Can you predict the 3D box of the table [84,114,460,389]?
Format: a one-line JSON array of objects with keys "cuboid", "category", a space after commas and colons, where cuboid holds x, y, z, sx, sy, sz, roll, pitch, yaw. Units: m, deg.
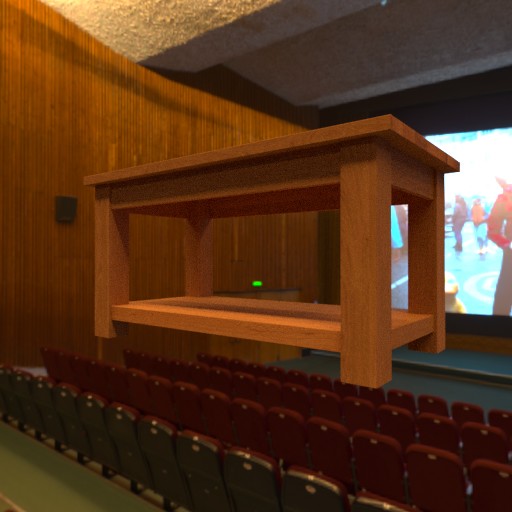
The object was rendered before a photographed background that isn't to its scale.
[{"cuboid": [0.000, 0.000, 1.167, 0.899, 0.452, 0.450, 0, 0, 38], "category": "table"}]
